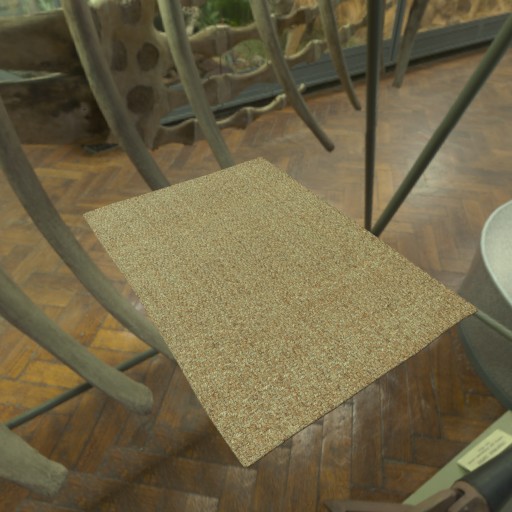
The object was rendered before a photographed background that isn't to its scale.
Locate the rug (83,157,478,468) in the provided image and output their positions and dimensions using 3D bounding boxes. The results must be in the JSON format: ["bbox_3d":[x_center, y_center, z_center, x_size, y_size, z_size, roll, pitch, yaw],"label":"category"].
[{"bbox_3d":[0.000,0.000,2.772,1.566,0.013,2.141,-24,45,-25],"label":"rug"}]
